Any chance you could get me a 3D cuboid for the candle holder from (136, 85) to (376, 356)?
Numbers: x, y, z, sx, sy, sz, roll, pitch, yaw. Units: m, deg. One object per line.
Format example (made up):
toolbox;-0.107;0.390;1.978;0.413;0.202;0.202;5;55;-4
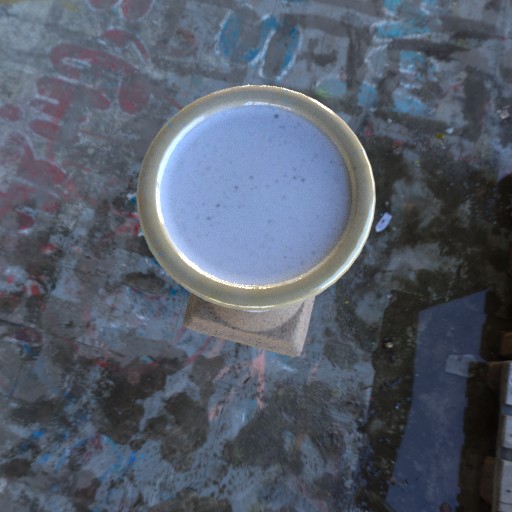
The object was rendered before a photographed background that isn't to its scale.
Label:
candle holder;0.000;0.000;0.302;0.110;0.239;0.110;14;77;3
